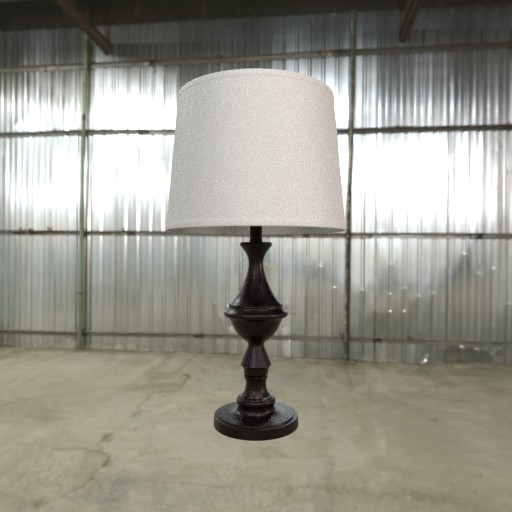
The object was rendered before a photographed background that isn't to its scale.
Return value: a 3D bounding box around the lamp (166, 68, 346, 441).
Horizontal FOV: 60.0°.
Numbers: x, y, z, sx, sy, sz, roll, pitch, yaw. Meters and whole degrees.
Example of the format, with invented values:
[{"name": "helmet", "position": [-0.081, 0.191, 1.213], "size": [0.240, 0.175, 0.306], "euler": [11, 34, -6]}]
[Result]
[{"name": "lamp", "position": [0.000, 0.000, 0.960], "size": [0.383, 0.726, 0.383], "euler": [0, 0, 0]}]
